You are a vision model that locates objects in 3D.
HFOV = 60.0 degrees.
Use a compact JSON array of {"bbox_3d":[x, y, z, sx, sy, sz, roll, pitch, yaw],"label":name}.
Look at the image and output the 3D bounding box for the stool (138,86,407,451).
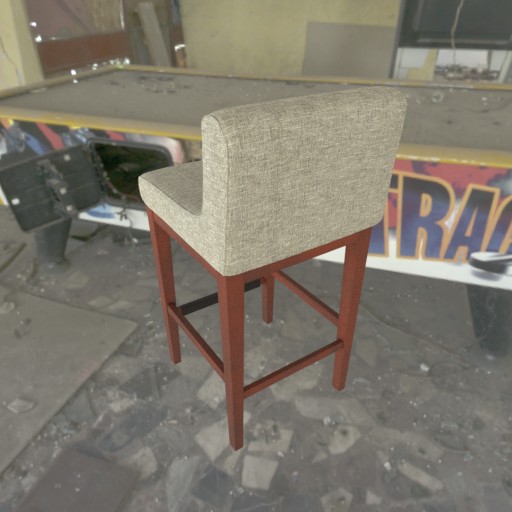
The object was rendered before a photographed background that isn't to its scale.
[{"bbox_3d":[0.000,0.000,1.118,0.417,0.835,0.459,-19,36,-28],"label":"stool"}]
